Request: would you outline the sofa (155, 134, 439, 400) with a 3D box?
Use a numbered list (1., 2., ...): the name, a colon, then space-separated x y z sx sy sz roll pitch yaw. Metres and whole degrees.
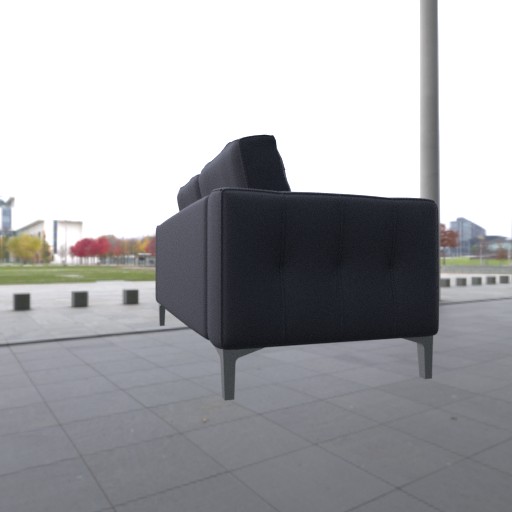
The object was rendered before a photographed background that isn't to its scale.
1. sofa: 0.000 0.000 2.249 0.833 0.893 1.726 0 -1 -19
